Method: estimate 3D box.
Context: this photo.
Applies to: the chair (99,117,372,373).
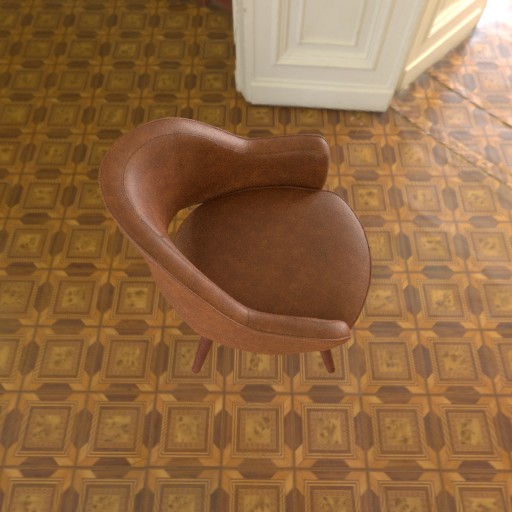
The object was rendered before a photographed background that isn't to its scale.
[{"bbox_3d":[0.000,0.000,1.247,0.640,0.777,0.591,0,63,0],"label":"chair"}]
